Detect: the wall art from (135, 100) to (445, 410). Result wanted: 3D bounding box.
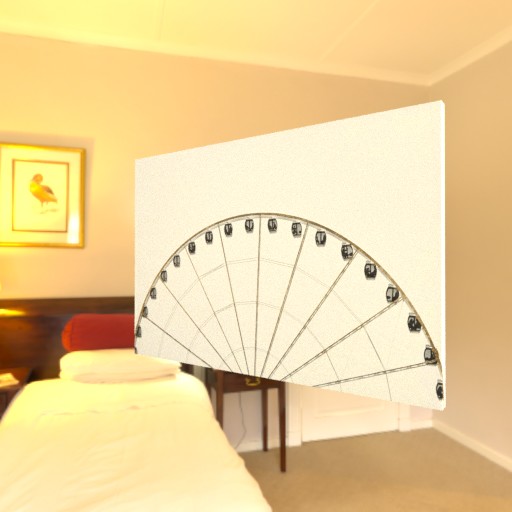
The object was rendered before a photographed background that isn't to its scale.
[{"bbox_3d":[0.000,0.000,1.436,1.144,0.767,0.038,0,-1,35],"label":"wall art"}]
